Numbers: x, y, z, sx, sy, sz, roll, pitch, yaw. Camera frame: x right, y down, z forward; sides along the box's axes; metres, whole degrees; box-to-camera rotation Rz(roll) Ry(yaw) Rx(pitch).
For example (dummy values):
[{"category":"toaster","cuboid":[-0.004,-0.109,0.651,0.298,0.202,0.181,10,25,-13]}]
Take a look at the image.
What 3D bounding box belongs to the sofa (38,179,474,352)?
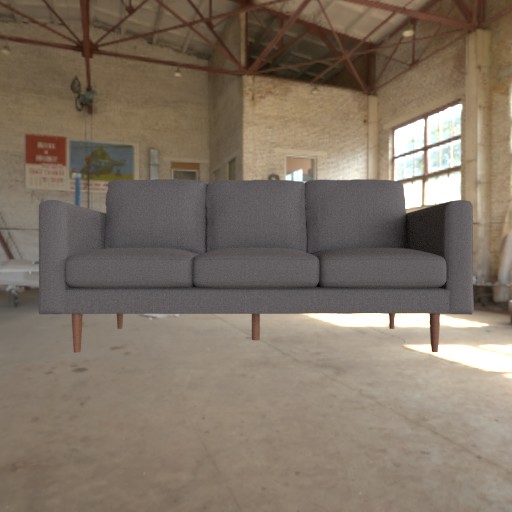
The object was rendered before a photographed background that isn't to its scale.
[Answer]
[{"category":"sofa","cuboid":[0.000,0.000,2.417,2.029,0.912,0.802,0,0,0]}]
